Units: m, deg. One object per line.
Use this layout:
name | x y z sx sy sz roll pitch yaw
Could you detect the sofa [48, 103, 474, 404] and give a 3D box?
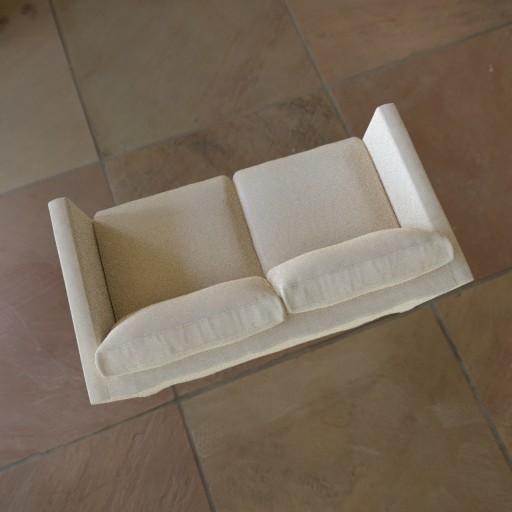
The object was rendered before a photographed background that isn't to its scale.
sofa | 0.000 0.000 2.257 1.746 0.834 0.962 -17 76 -5
